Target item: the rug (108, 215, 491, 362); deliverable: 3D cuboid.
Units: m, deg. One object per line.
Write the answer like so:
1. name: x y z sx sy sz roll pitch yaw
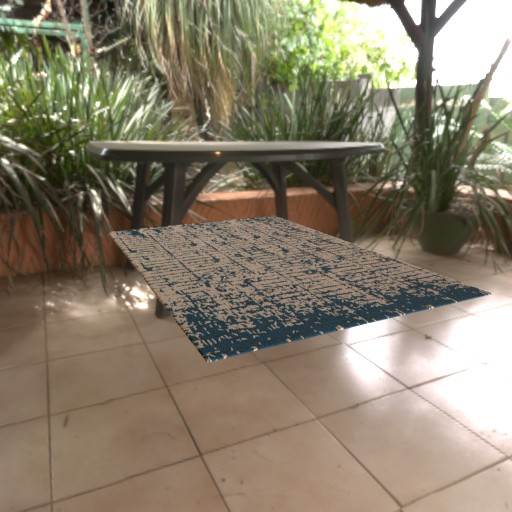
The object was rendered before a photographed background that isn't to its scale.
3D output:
1. rug: 0.000 0.000 2.316 1.220 0.007 1.828 -8 18 -25
